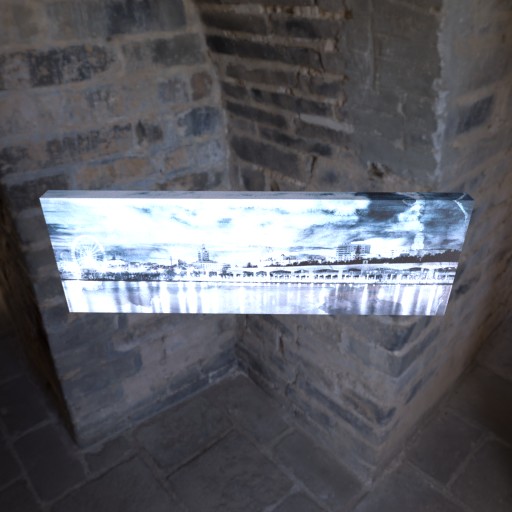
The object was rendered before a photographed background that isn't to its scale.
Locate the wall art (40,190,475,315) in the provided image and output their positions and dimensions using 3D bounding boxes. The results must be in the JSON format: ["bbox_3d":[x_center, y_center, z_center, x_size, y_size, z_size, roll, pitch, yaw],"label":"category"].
[{"bbox_3d":[0.000,0.000,0.851,0.759,0.251,0.037,0,30,1],"label":"wall art"}]
